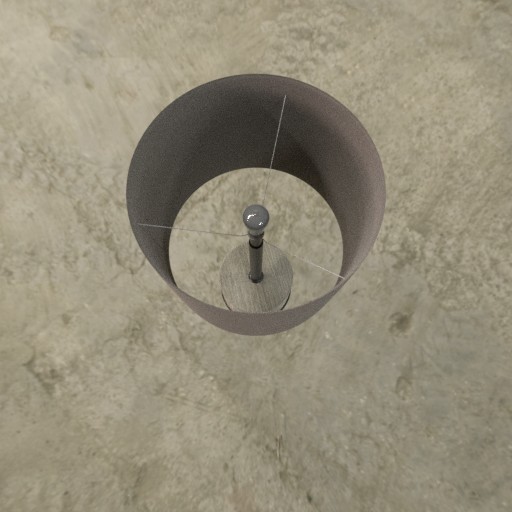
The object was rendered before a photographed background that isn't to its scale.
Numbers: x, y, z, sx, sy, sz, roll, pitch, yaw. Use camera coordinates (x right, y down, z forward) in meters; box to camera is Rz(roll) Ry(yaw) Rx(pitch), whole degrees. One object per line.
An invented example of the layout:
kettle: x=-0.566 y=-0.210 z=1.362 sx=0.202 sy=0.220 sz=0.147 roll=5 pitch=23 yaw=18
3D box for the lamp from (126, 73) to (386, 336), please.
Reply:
lamp: x=0.000 y=0.000 z=0.613 sx=0.229 sy=0.470 sz=0.229 roll=-14 pitch=75 yaw=-4
